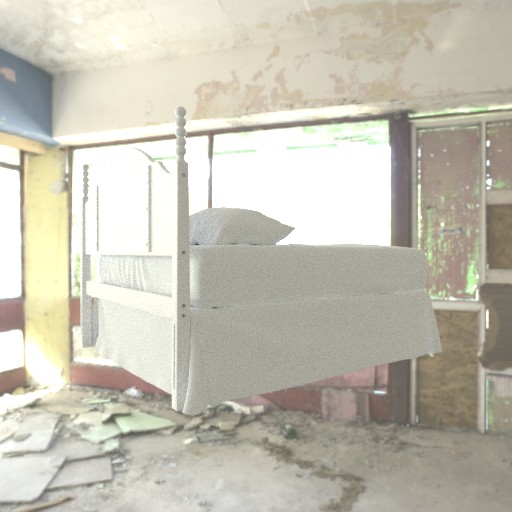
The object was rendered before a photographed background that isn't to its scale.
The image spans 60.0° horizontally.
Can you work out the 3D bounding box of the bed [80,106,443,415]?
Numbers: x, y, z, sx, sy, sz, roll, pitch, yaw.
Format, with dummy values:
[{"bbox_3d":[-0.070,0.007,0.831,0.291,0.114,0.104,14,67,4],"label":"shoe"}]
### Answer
[{"bbox_3d":[0.000,0.000,3.210,2.040,1.356,1.873,0,1,-35],"label":"bed"}]
